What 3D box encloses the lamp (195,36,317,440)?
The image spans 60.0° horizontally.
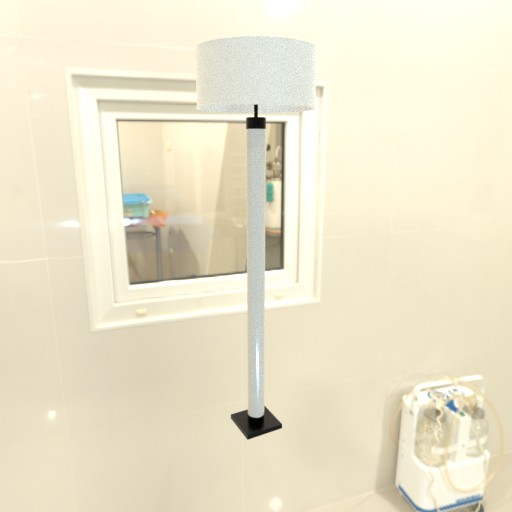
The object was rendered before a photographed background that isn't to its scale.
[{"bbox_3d":[0.000,0.000,1.702,0.420,1.475,0.420,-7,16,-27],"label":"lamp"}]
